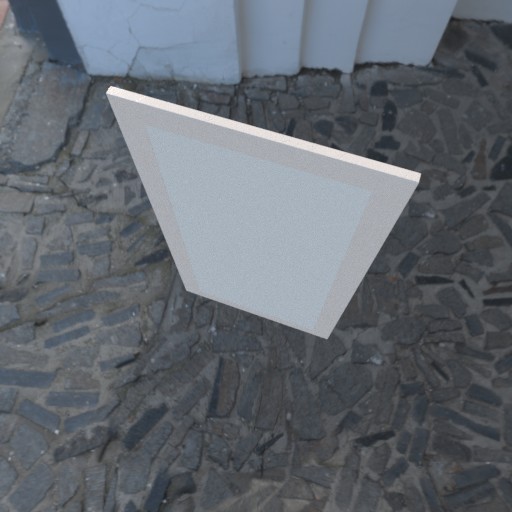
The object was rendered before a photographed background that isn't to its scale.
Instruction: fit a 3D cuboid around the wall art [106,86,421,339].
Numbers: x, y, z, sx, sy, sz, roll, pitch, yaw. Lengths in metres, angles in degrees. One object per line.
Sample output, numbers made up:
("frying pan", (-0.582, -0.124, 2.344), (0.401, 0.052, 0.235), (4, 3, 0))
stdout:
("wall art", (0.000, 0.000, 0.820), (0.380, 0.683, 0.013), (18, 66, 8))
